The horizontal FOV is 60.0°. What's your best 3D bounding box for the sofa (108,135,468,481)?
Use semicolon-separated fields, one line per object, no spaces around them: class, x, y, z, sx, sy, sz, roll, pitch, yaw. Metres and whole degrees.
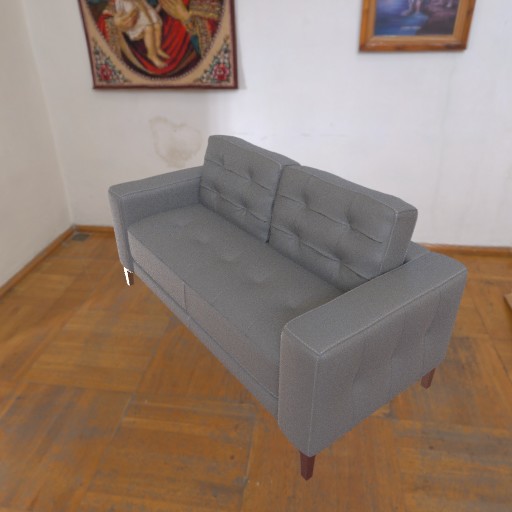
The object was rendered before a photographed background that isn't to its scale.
sofa;0.000;0.000;2.181;0.833;0.892;1.726;-21;36;-31
